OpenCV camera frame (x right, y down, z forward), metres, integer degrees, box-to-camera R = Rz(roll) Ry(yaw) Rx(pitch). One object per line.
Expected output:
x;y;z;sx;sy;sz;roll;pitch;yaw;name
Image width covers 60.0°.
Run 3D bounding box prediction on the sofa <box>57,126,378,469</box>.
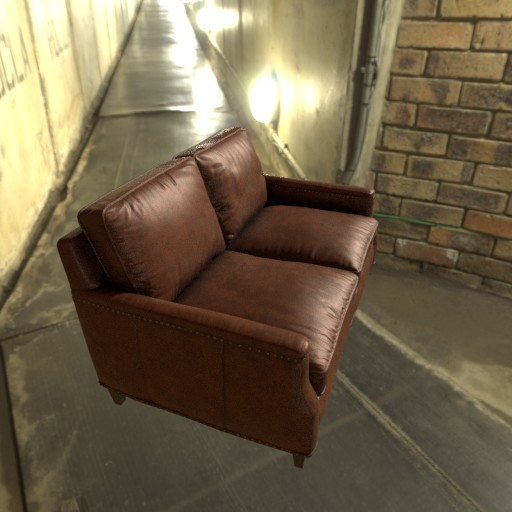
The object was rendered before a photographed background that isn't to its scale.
0.000;0.000;2.300;1.083;1.003;1.628;11;32;18;sofa
